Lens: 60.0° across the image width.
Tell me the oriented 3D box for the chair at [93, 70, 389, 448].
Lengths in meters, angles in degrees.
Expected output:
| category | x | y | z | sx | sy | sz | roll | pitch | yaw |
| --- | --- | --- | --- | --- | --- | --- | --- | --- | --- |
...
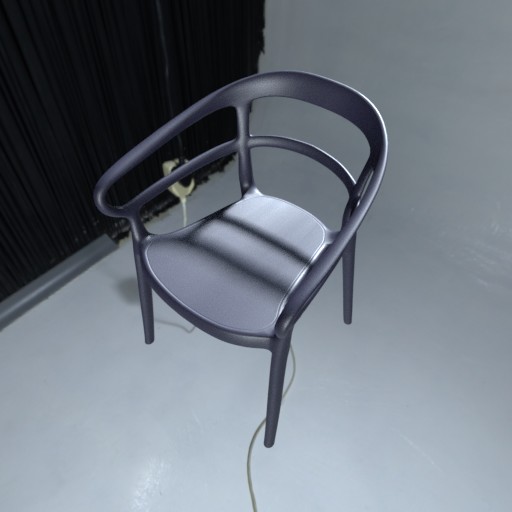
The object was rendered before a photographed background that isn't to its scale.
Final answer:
| category | x | y | z | sx | sy | sz | roll | pitch | yaw |
| --- | --- | --- | --- | --- | --- | --- | --- | --- | --- |
| chair | 0.000 | 0.000 | 1.156 | 0.559 | 0.761 | 0.527 | 32 | 55 | 26 |
